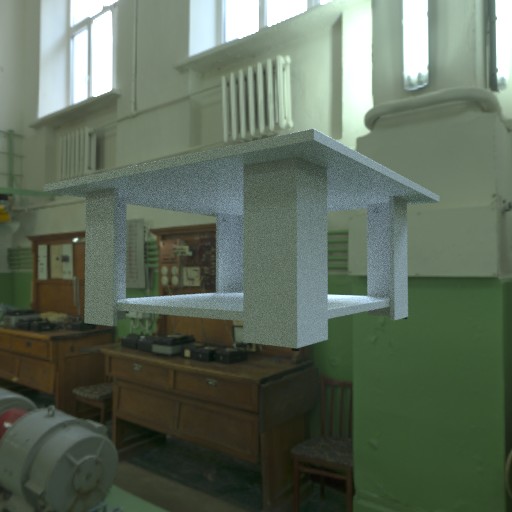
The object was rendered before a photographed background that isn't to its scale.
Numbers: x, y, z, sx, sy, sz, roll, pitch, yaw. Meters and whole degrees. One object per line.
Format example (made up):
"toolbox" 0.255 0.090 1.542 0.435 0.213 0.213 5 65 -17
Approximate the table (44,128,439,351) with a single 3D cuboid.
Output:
"table" 0.000 0.000 1.049 0.670 0.305 0.670 -1 -2 36
